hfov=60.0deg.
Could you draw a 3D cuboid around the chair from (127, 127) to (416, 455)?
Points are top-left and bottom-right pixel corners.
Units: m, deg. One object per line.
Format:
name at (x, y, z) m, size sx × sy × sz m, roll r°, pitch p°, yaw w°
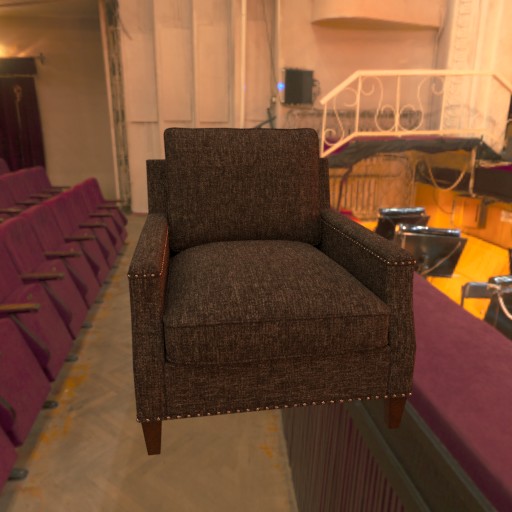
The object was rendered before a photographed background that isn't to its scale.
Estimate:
chair at (0.000, 0.000, 1.687) m, size 0.853 × 0.943 × 1.014 m, roll -3°, pitch 16°, yaw -9°
